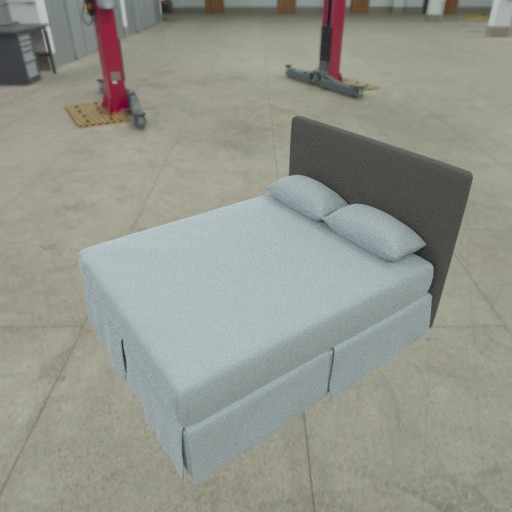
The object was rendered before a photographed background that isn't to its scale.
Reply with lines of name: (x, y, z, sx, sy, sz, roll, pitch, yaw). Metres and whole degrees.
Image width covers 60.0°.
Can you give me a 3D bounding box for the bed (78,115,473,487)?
bed: (0.000, 0.000, 3.125, 2.142, 1.330, 1.748, -21, 37, -29)
